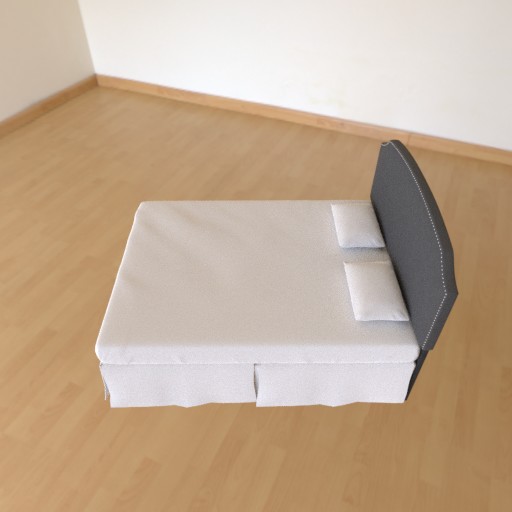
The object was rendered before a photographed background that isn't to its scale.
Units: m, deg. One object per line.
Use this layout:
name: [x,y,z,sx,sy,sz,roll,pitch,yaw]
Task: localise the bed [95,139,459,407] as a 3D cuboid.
bed: [0.000,0.000,3.036,1.999,1.270,1.558,0,43,0]
